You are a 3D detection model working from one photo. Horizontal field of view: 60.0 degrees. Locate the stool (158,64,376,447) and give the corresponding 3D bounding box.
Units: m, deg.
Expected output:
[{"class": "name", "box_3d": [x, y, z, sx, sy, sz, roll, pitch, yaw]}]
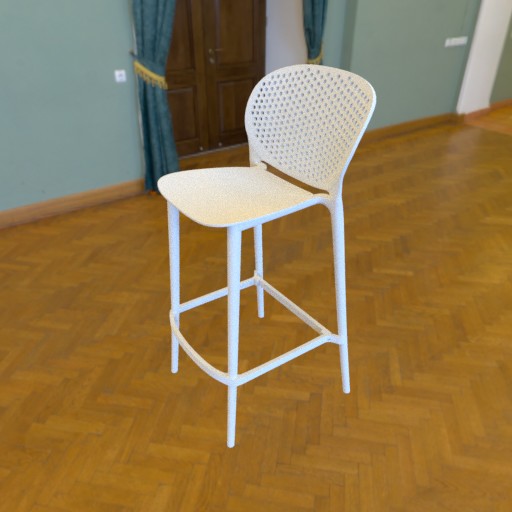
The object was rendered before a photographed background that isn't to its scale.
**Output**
[{"class": "stool", "box_3d": [0.000, 0.000, 1.380, 0.535, 1.045, 0.536, -21, 38, -30]}]
